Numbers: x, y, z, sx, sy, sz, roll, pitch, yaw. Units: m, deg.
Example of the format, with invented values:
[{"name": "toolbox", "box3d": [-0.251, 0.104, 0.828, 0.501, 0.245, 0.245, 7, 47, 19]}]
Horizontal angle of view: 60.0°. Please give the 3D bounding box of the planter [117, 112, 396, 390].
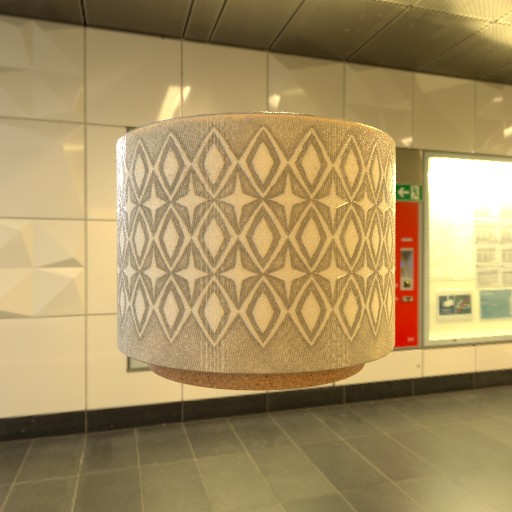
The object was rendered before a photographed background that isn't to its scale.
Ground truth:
[{"name": "planter", "box3d": [0.000, 0.000, 0.311, 0.186, 0.144, 0.186, 0, 1, 0]}]
